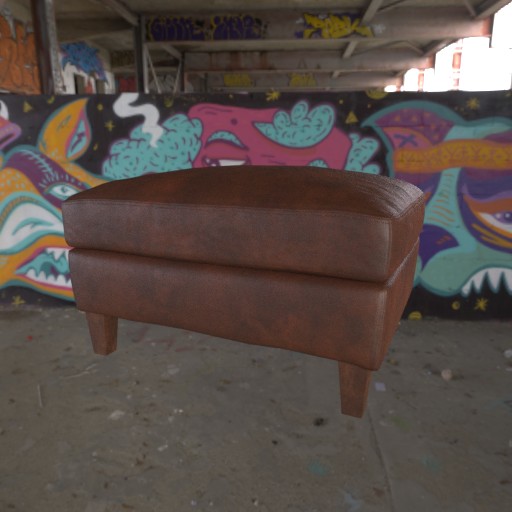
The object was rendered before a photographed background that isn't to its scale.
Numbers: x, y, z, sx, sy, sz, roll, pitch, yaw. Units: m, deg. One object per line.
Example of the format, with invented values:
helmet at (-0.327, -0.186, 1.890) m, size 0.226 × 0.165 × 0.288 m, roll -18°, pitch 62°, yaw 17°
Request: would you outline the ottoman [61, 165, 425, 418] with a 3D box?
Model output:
ottoman at (0.000, 0.000, 1.301) m, size 0.887 × 0.527 × 0.659 m, roll 6°, pitch 14°, yaw 24°
